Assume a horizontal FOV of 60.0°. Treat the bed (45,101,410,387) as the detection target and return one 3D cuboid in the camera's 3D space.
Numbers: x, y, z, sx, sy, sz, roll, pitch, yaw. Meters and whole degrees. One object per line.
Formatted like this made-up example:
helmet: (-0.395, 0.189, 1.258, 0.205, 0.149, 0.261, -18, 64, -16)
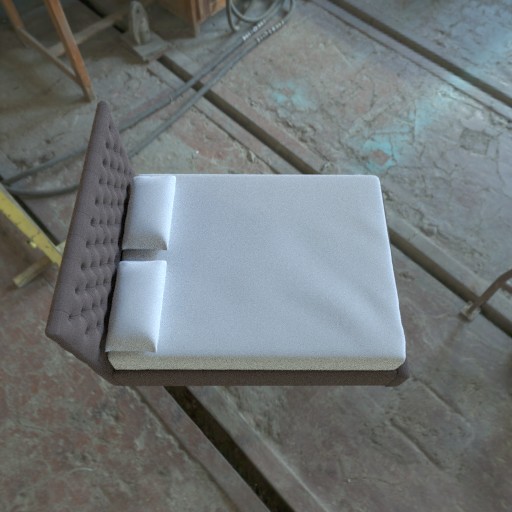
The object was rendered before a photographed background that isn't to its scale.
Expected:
bed: (0.000, 0.000, 3.303, 2.233, 1.426, 1.696, 0, 63, 0)
